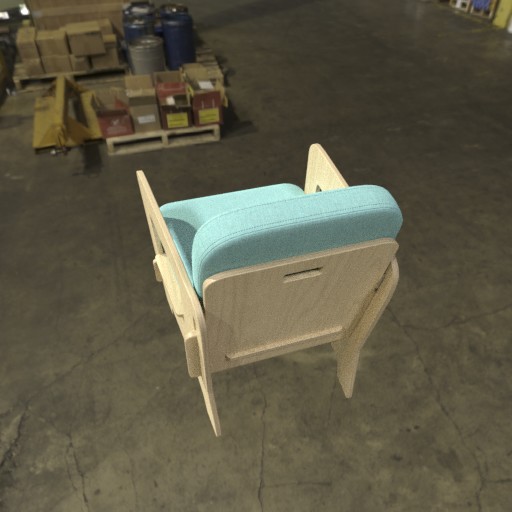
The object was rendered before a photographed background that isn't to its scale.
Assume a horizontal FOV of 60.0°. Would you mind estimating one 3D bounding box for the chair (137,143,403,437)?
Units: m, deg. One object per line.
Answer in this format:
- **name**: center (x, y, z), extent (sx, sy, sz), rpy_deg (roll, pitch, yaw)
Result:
- **chair**: center (0.000, 0.000, 1.313), extent (0.590, 0.800, 0.710), rpy_deg (-12, 43, -13)
